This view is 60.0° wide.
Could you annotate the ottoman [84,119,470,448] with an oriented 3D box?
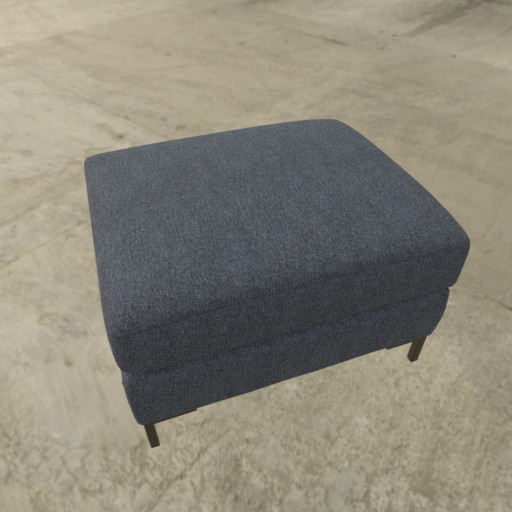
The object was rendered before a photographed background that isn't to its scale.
[{"bbox_3d":[0.000,0.000,1.276,0.831,0.533,0.695,-13,43,-15],"label":"ottoman"}]
